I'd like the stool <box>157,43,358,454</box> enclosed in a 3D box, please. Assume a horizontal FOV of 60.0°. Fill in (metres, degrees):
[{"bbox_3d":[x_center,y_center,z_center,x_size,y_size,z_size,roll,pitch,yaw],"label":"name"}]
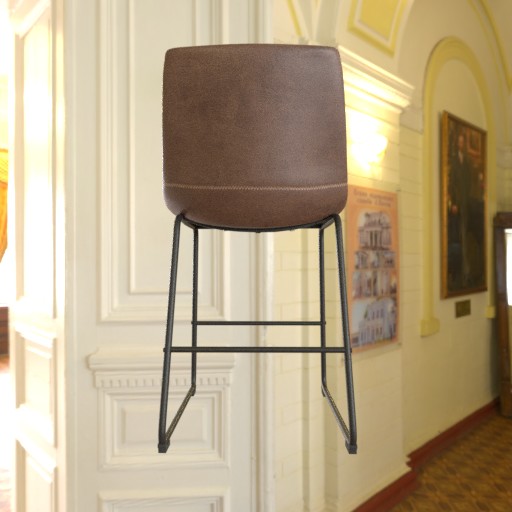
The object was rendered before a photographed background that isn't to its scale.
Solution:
[{"bbox_3d":[0.000,0.000,1.191,0.460,0.890,0.550,0,0,1],"label":"stool"}]
